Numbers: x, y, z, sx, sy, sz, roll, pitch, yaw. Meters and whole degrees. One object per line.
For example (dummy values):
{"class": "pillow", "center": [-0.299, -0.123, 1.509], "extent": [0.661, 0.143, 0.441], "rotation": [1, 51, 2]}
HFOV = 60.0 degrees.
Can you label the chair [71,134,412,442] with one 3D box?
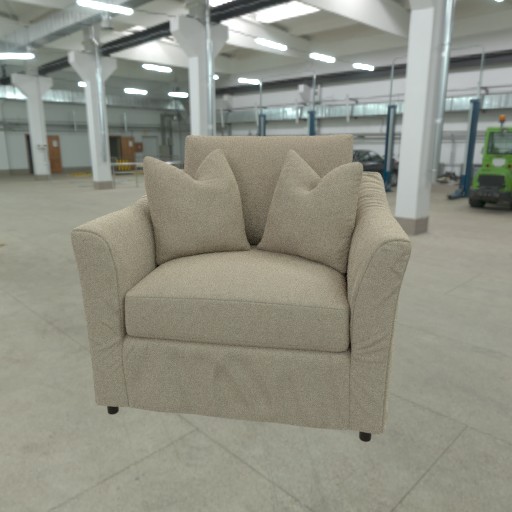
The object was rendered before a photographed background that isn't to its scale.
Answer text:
{"class": "chair", "center": [0.000, 0.000, 2.035], "extent": [1.194, 1.093, 1.071], "rotation": [2, 14, 10]}
